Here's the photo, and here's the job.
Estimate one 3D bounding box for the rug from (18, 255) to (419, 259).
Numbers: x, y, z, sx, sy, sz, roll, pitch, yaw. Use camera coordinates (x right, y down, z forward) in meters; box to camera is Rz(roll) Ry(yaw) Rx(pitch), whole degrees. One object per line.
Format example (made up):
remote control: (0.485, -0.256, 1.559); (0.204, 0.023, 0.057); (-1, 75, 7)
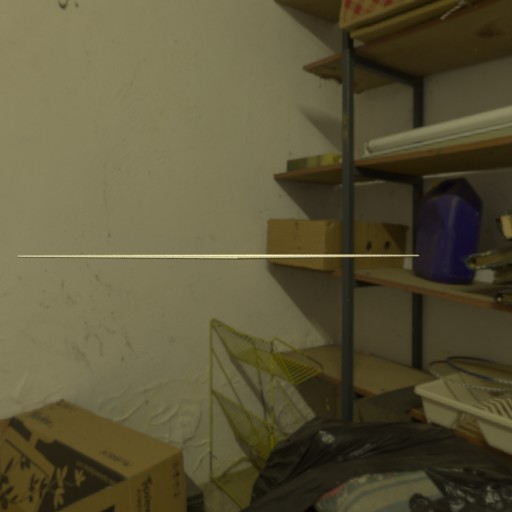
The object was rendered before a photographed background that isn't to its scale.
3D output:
rug: (0.000, 0.000, 3.023); (1.524, 0.012, 2.438); (0, 0, 35)
